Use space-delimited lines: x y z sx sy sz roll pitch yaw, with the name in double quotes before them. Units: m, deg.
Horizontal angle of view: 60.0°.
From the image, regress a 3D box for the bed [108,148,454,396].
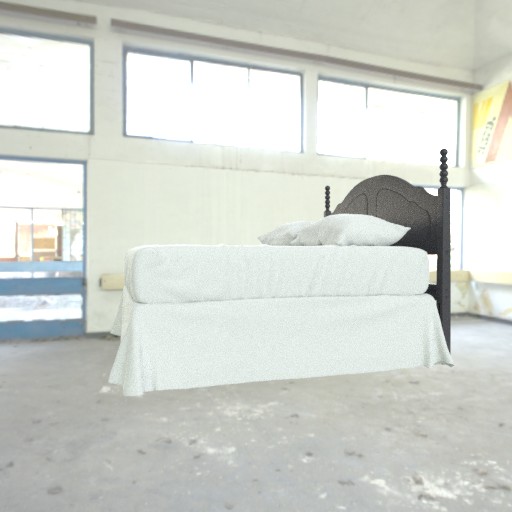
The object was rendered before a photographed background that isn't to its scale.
"bed" 0.000 0.000 3.239 2.040 1.356 1.873 0 0 -18
